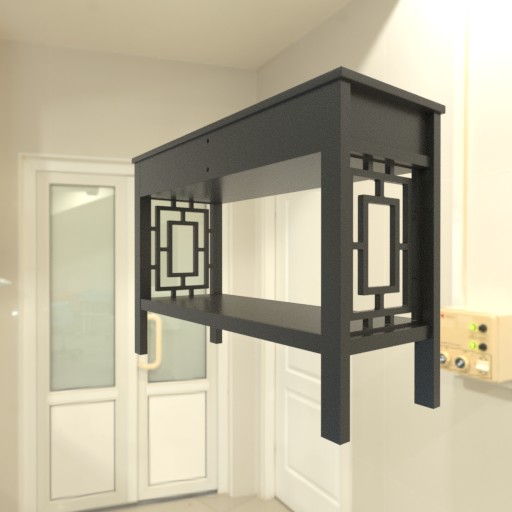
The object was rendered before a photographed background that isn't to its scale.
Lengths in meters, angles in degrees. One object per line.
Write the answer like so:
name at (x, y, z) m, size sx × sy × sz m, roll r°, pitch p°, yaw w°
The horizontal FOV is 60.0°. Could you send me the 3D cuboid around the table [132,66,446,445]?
table at (0.000, 0.000, 1.417) m, size 0.397 × 0.753 × 1.068 m, roll 0°, pitch 0°, yaw -37°
